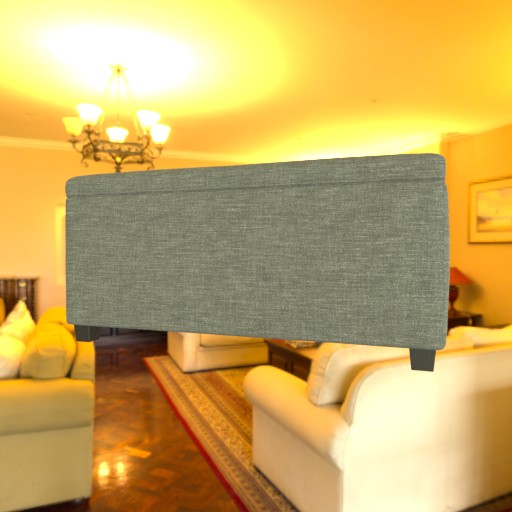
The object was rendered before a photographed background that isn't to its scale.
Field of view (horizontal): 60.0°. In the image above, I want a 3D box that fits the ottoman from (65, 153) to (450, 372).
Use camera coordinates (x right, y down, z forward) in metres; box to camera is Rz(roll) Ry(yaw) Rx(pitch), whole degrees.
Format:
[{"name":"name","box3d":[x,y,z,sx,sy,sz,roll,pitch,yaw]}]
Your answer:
[{"name":"ottoman","box3d":[0.000,0.000,1.148,0.902,0.432,0.419,0,1,19]}]
